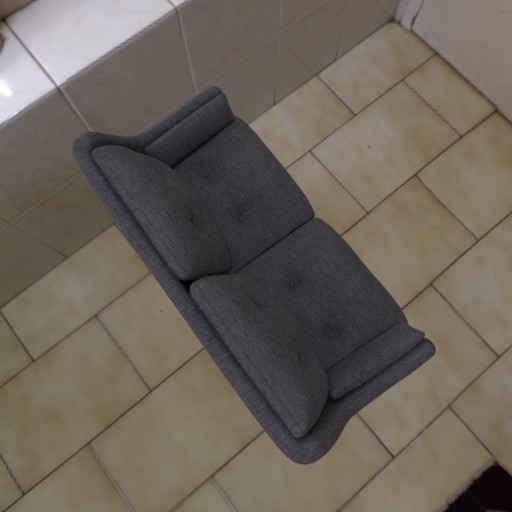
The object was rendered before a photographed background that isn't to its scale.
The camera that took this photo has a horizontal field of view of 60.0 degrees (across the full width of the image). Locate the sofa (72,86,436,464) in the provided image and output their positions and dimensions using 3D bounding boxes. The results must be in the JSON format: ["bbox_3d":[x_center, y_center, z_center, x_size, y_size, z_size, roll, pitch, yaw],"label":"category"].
[{"bbox_3d":[0.000,0.000,2.436,0.975,0.896,1.929,-36,78,-9],"label":"sofa"}]
